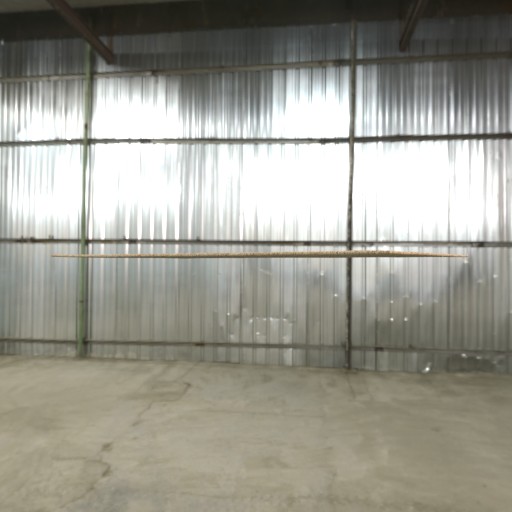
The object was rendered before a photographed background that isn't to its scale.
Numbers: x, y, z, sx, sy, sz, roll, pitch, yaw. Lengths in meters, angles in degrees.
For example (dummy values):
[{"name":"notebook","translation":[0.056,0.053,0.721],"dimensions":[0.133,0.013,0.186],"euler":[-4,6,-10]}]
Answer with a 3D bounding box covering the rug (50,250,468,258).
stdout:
[{"name":"rug","translation":[0.000,0.000,2.319],"dimensions":[1.822,0.018,1.211],"euler":[0,-1,35]}]
